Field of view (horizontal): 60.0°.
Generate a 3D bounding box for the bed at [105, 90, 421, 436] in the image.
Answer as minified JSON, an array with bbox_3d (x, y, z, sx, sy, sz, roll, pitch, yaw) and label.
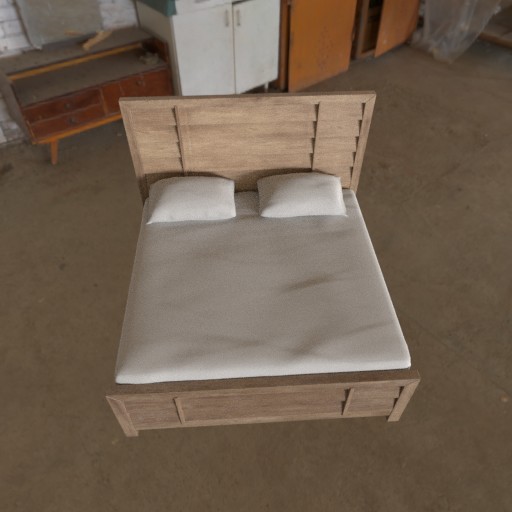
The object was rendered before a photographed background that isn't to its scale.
[{"bbox_3d":[0.000,0.000,3.415,2.032,1.626,2.032,-2,46,-2],"label":"bed"}]
